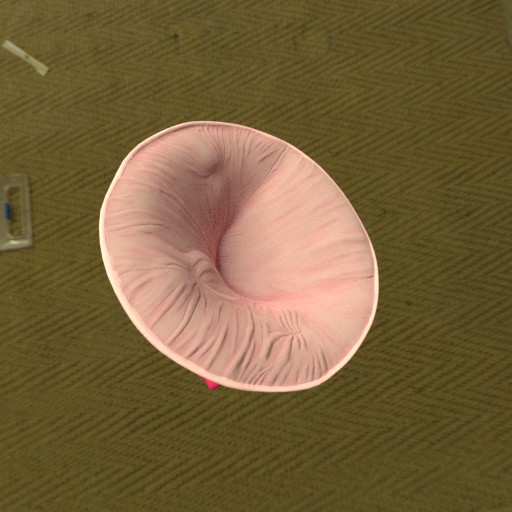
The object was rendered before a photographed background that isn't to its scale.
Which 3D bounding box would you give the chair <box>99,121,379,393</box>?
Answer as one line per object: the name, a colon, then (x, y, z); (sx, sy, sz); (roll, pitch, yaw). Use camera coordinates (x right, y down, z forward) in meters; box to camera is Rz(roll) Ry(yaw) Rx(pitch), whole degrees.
chair: (0.000, 0.000, 0.887); (0.459, 0.494, 0.522); (-28, 78, -6)
